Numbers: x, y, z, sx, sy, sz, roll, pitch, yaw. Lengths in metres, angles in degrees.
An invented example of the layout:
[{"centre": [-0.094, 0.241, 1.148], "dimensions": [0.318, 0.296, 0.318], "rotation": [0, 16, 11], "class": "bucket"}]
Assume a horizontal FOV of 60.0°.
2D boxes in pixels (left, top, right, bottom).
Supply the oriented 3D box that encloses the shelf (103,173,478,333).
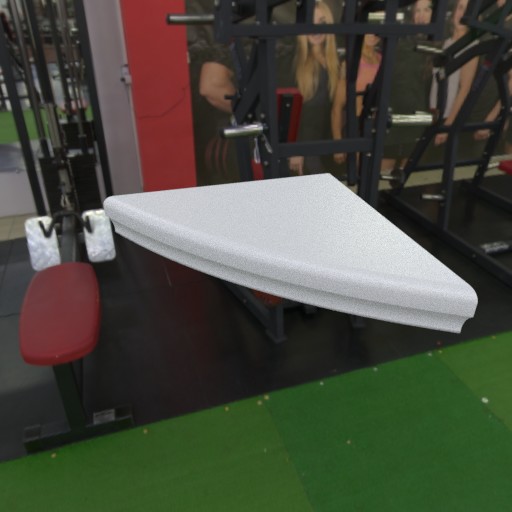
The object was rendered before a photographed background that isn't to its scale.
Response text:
[{"centre": [0.000, 0.000, 0.477], "dimensions": [0.310, 0.050, 0.310], "rotation": [-8, 31, -14], "class": "shelf"}]
